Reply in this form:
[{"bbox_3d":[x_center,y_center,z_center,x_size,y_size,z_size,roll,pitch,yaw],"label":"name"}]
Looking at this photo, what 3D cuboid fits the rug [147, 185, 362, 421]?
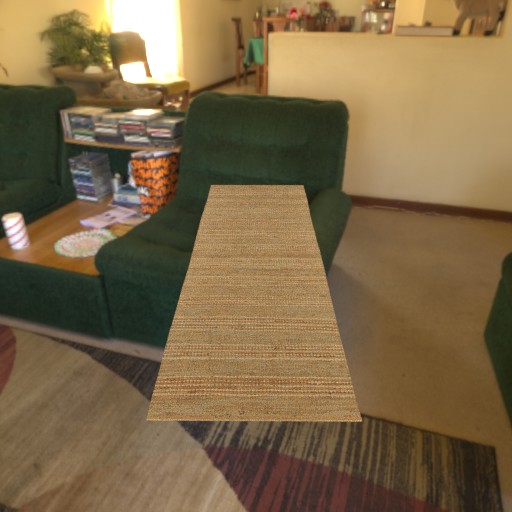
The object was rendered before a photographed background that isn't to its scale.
[{"bbox_3d":[0.000,0.000,2.660,0.783,0.006,2.438,0,29,0],"label":"rug"}]
